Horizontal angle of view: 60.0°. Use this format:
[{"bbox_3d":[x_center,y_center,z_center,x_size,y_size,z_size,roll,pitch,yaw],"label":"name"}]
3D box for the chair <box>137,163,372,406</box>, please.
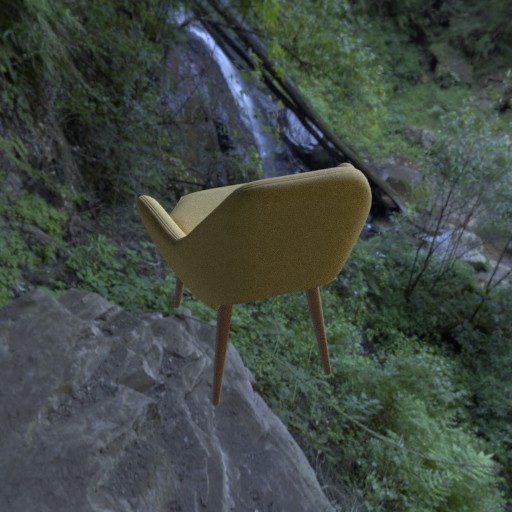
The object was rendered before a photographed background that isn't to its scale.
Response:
[{"bbox_3d":[0.000,0.000,1.263,0.590,0.840,0.610,-11,42,-13],"label":"chair"}]
